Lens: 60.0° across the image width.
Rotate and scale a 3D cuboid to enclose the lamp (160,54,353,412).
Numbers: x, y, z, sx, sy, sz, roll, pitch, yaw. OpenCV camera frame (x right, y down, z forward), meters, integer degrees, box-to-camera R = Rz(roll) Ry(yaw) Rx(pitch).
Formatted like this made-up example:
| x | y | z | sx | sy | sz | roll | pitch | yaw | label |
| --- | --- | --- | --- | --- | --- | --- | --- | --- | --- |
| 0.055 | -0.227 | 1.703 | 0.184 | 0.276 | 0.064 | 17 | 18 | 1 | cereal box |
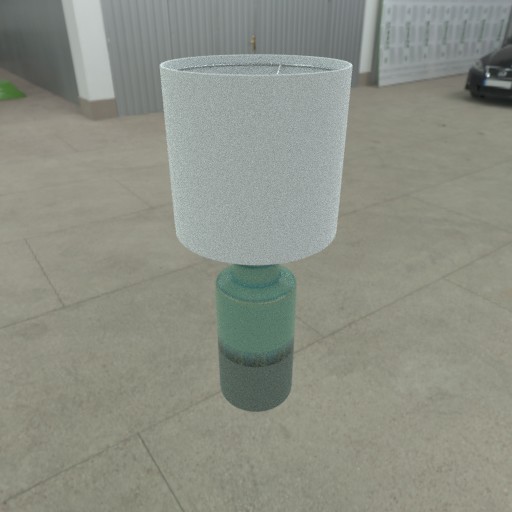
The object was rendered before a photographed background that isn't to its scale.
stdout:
| x | y | z | sx | sy | sz | roll | pitch | yaw | label |
| --- | --- | --- | --- | --- | --- | --- | --- | --- | --- |
| 0.000 | 0.000 | 0.614 | 0.212 | 0.493 | 0.212 | 9 | 30 | 16 | lamp |
